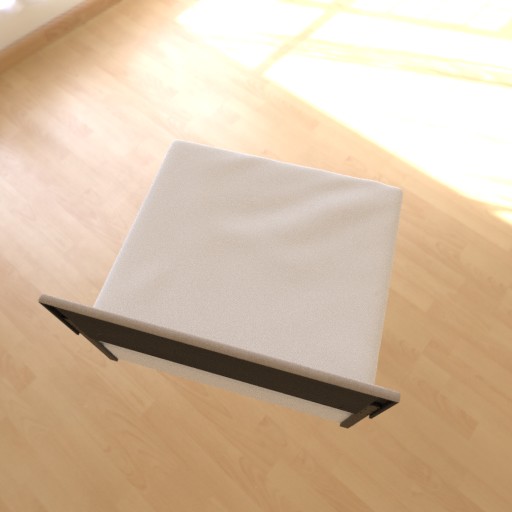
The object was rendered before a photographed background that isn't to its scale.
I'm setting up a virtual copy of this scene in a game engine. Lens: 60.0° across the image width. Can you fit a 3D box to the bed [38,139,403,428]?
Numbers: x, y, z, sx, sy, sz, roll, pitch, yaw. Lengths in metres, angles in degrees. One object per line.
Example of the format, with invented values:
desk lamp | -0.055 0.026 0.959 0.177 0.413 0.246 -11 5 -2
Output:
bed | 0.000 0.000 3.433 2.170 1.346 1.914 14 63 7
